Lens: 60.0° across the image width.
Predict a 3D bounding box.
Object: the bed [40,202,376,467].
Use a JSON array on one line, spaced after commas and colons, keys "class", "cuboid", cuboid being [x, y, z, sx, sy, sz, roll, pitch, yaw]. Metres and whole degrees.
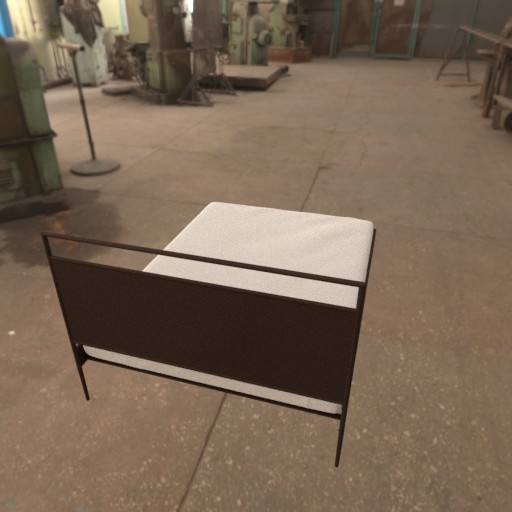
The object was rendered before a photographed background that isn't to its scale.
[{"class": "bed", "cuboid": [0.000, 0.000, 3.142, 1.572, 1.173, 2.122, 9, 31, 15]}]
